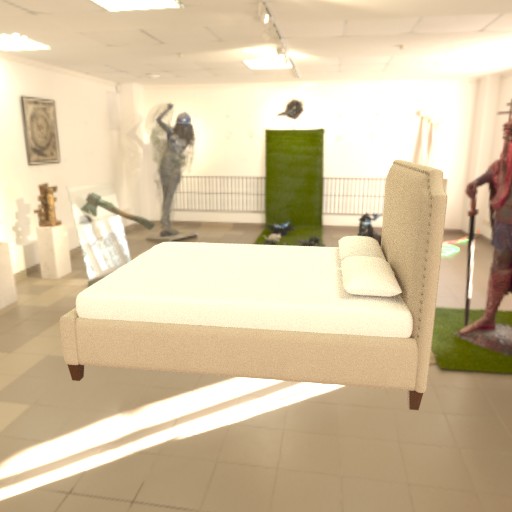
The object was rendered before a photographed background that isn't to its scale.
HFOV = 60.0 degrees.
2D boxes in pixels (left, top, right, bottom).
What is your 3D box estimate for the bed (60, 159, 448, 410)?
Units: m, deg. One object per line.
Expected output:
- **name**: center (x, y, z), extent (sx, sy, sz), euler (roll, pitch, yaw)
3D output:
- **bed**: center (0.000, 0.000, 3.470), extent (2.372, 1.443, 1.713), euler (2, 15, 8)
